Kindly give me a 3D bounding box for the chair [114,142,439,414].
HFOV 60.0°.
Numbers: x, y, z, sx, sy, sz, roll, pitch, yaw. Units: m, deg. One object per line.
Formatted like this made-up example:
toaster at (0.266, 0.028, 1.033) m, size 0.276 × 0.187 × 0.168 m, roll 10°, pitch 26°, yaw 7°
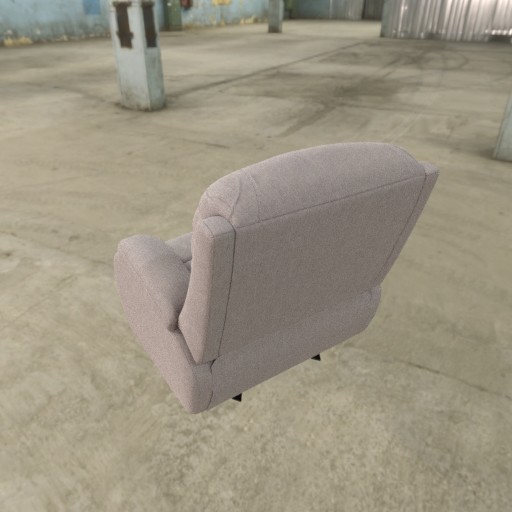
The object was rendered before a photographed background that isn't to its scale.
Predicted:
chair at (0.000, 0.000, 1.756) m, size 0.930 × 1.011 × 0.899 m, roll -18°, pitch 34°, yaw -29°
